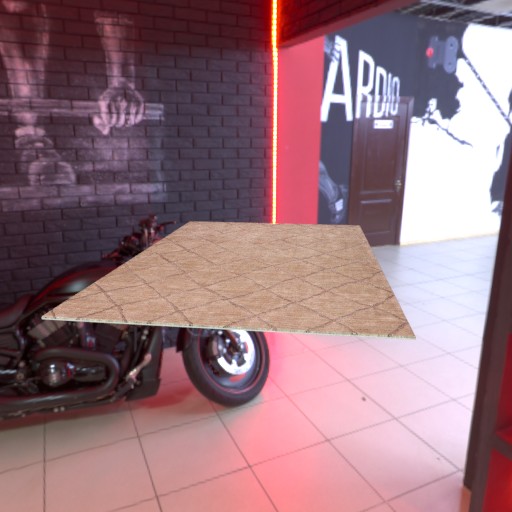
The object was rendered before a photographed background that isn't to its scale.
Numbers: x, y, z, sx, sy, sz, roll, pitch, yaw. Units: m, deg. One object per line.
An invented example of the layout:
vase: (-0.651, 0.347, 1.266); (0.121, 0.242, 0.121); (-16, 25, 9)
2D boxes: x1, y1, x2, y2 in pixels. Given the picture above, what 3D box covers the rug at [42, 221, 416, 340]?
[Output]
rug: (0.000, 0.000, 2.862); (1.521, 0.015, 2.280); (2, 15, 7)
